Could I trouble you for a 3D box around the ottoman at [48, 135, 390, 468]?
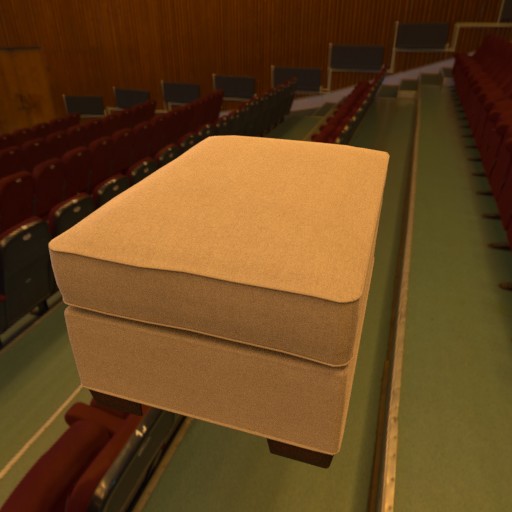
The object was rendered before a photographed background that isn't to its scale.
[{"bbox_3d":[0.000,0.000,1.218,0.617,0.503,0.846,9,32,15],"label":"ottoman"}]
